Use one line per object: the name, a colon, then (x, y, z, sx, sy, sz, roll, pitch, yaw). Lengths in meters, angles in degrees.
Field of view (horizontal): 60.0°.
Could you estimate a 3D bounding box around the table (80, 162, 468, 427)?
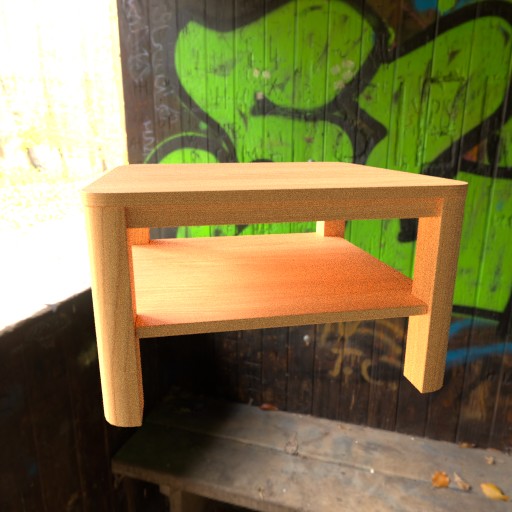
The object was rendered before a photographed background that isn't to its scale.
table: (0.000, 0.000, 1.202, 0.750, 0.450, 0.750, -3, 16, -10)
